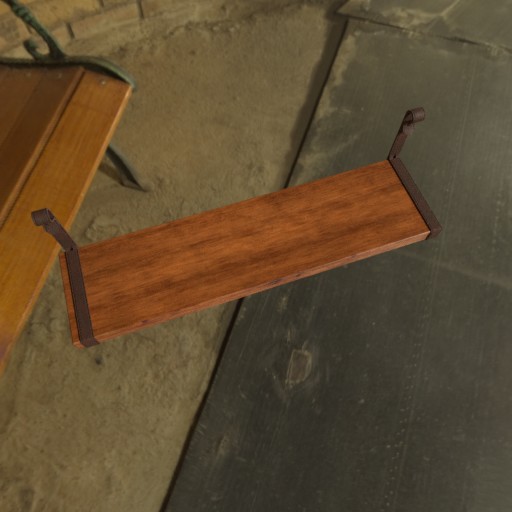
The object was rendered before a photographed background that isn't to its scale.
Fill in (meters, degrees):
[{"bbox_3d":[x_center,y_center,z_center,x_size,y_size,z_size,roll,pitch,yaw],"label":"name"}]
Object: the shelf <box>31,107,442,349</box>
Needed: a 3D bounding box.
[{"bbox_3d":[0.000,0.000,0.695,0.567,0.330,0.146,-17,65,-8],"label":"shelf"}]
